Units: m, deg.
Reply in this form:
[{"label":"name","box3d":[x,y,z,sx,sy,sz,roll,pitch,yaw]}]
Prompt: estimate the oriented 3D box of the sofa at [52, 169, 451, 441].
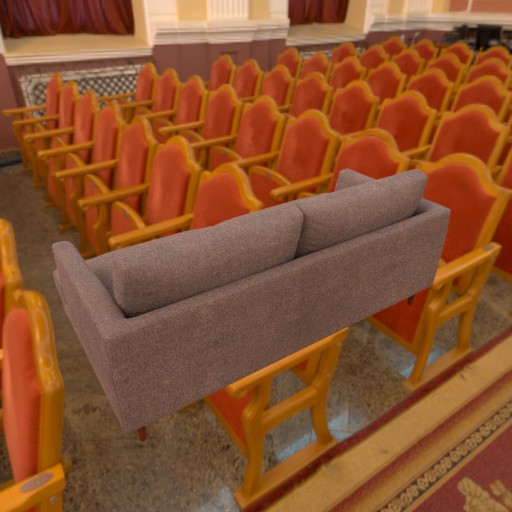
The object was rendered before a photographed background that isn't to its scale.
[{"label":"sofa","box3d":[0.000,0.000,2.451,1.948,0.868,1.020,-19,35,-29]}]
